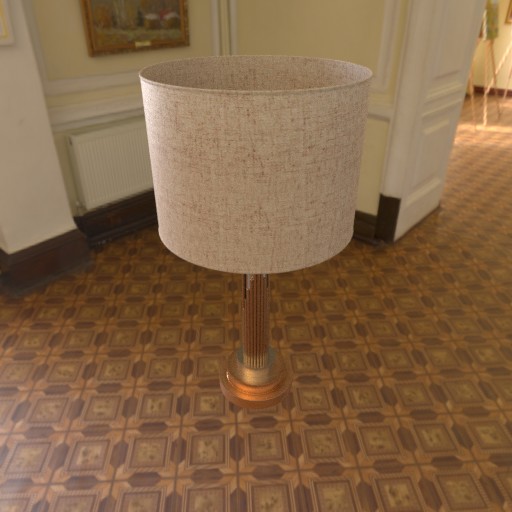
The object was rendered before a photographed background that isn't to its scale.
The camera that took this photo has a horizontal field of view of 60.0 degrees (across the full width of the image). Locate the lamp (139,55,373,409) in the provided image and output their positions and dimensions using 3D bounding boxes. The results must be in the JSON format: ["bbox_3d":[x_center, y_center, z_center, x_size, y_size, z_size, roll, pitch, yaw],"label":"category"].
[{"bbox_3d":[0.000,0.000,0.778,0.321,0.610,0.321,-20,36,-30],"label":"lamp"}]
